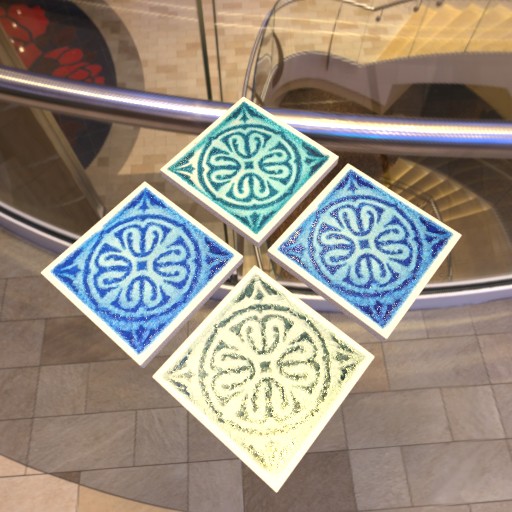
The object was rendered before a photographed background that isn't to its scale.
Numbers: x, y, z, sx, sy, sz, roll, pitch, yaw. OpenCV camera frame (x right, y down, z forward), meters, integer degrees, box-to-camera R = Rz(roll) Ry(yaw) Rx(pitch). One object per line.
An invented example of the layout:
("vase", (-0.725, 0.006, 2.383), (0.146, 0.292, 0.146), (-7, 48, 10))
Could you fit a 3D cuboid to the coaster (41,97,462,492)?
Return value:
("coaster", (0.000, 0.000, 0.324), (0.214, 0.010, 0.219), (37, 70, 16))
